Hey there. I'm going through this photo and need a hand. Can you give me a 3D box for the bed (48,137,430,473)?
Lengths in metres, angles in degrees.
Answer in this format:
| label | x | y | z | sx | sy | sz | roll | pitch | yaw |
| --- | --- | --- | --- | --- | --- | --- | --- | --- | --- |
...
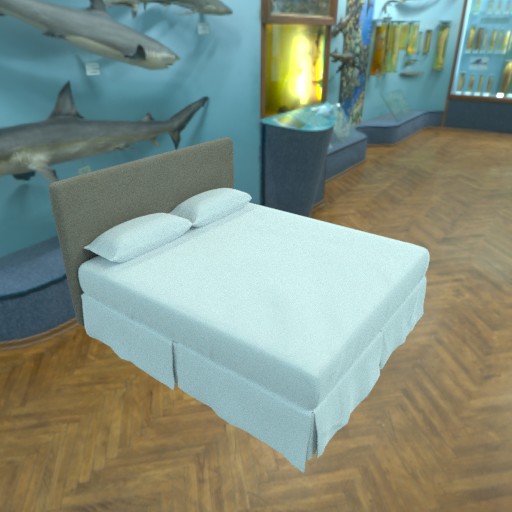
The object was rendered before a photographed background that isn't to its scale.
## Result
| label | x | y | z | sx | sy | sz | roll | pitch | yaw |
| --- | --- | --- | --- | --- | --- | --- | --- | --- | --- |
| bed | 0.000 | 0.000 | 3.610 | 2.341 | 1.317 | 2.119 | 18 | 32 | 32 |
